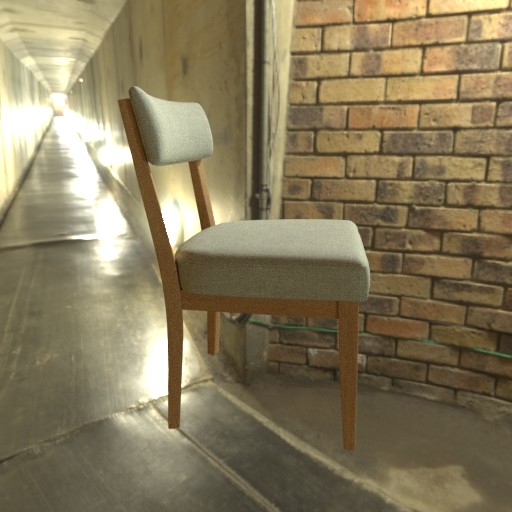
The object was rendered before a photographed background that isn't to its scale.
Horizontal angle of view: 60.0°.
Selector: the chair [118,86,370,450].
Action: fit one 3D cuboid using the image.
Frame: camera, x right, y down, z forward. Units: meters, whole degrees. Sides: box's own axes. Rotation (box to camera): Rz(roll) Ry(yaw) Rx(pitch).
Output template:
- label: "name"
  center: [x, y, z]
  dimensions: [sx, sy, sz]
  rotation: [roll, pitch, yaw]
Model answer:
- label: "chair"
  center: [0.000, 0.000, 1.211]
  dimensions: [0.572, 0.832, 0.508]
  rotation: [2, 15, 9]
